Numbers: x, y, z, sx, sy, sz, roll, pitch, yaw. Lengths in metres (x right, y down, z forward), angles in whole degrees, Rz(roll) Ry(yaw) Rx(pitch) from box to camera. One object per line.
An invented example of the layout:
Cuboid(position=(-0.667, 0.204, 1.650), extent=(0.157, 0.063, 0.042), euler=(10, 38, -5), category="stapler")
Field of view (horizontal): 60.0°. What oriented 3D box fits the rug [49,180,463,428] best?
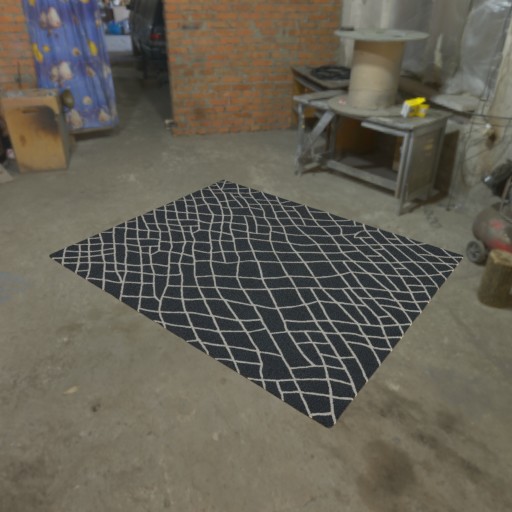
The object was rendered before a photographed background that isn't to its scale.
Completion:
Cuboid(position=(0.000, 0.000, 4.148), extent=(3.047, 0.022, 2.439), euler=(23, 38, 32), category="rug")
